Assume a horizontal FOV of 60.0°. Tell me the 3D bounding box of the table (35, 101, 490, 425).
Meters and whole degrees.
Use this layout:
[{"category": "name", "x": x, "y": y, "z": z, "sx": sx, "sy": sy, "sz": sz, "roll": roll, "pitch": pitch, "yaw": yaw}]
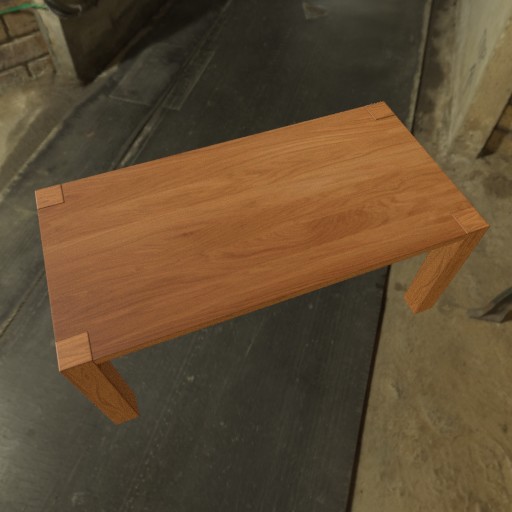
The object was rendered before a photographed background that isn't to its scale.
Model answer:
[{"category": "table", "x": 0.000, "y": 0.000, "z": 2.263, "sx": 1.800, "sy": 0.760, "sz": 0.900, "roll": -17, "pitch": 58, "yaw": -11}]
